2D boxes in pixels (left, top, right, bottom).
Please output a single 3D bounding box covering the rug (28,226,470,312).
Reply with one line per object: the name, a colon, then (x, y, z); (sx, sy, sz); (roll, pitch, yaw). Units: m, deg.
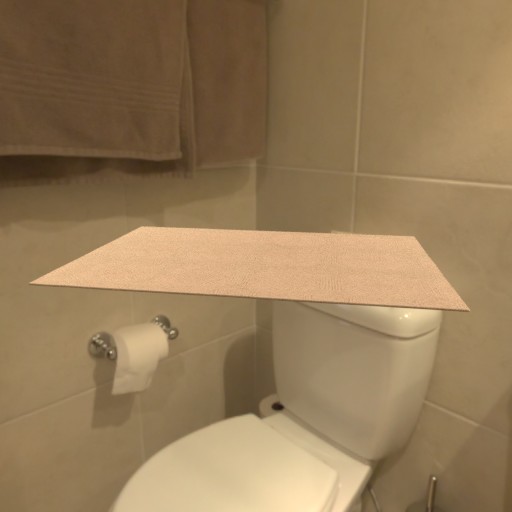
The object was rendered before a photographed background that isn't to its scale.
rug: (0.000, 0.000, 2.390); (1.839, 0.009, 1.236); (3, 16, 9)
